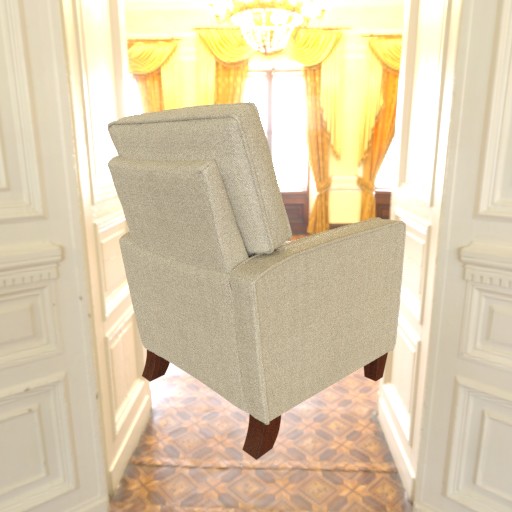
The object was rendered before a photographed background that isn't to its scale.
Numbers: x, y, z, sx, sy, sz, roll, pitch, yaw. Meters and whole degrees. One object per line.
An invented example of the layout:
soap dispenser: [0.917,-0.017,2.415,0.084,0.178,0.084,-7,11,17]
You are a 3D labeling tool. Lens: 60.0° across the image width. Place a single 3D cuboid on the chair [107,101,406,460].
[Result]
chair: [0.000,0.000,1.432,0.754,0.888,0.648,-13,19,-42]
